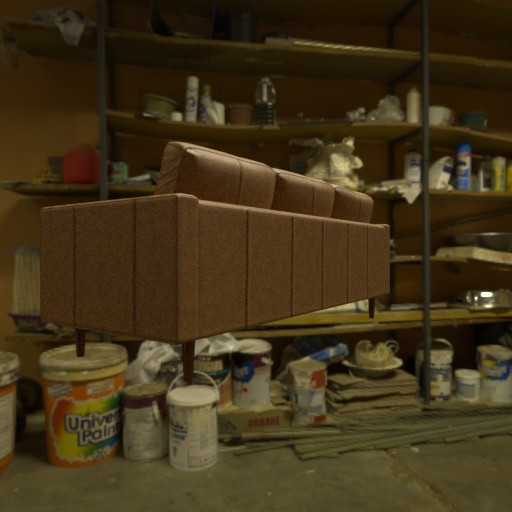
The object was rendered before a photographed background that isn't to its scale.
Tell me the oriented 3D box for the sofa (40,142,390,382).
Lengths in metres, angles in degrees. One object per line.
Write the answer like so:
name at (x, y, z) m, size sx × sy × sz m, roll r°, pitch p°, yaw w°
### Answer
sofa at (0.000, 0.000, 2.679) m, size 0.903 × 0.930 × 2.231 m, roll 0°, pitch 1°, yaw 35°
